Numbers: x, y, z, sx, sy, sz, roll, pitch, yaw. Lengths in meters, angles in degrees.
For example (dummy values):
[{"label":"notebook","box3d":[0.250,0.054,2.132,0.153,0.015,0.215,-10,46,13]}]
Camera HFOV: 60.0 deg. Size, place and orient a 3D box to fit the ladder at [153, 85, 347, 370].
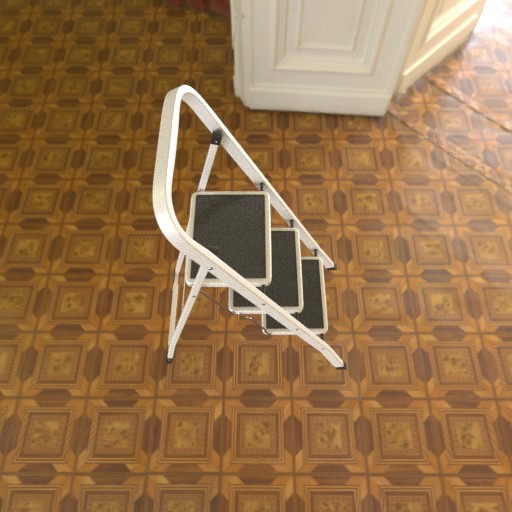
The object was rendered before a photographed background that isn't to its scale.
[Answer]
[{"label":"ladder","box3d":[0.000,0.000,1.379,0.711,1.050,0.460,0,62,0]}]
